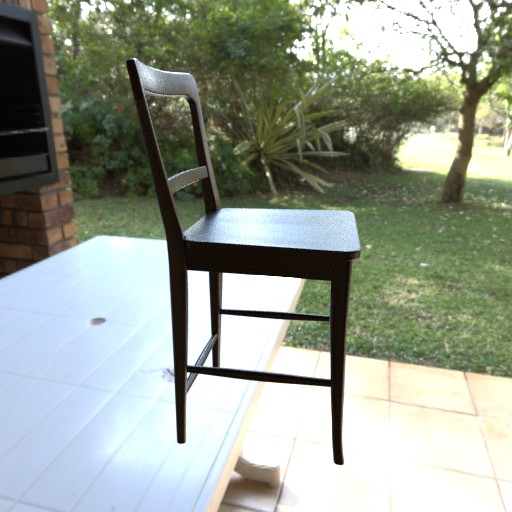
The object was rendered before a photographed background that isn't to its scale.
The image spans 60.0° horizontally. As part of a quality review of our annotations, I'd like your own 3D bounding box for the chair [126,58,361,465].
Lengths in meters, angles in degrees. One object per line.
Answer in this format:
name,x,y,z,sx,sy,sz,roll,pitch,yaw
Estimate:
chair,0.000,0.000,1.249,0.546,0.991,0.450,3,18,9
